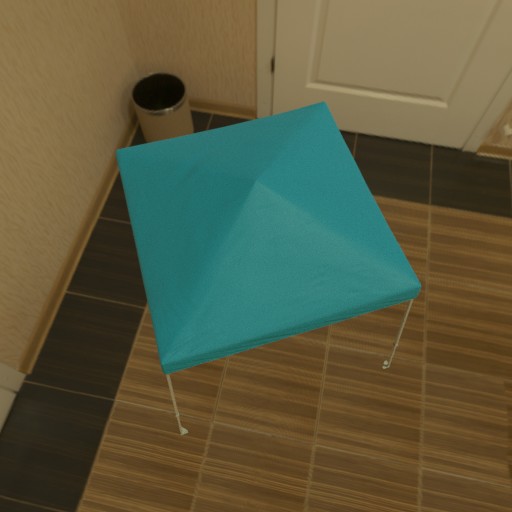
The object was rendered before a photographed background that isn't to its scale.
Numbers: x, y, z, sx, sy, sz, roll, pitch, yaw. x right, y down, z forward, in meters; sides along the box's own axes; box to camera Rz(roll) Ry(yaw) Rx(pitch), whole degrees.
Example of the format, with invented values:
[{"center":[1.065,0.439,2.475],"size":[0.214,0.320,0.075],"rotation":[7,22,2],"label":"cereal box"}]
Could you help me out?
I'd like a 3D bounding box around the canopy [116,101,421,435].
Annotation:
[{"center":[0.000,0.000,6.415],"size":[3.600,3.600,3.599],"rotation":[-16,64,-8],"label":"canopy"}]
